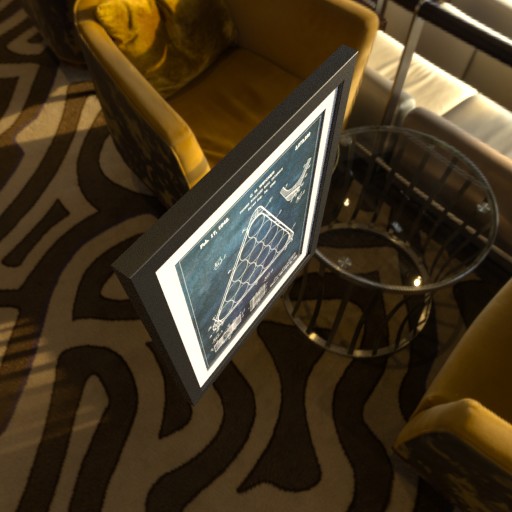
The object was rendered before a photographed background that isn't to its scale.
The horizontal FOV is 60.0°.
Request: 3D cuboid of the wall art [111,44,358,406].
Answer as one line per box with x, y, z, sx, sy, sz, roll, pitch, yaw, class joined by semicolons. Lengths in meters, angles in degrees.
0.000;0.000;0.724;0.025;0.508;0.432;32;64;18;wall art
